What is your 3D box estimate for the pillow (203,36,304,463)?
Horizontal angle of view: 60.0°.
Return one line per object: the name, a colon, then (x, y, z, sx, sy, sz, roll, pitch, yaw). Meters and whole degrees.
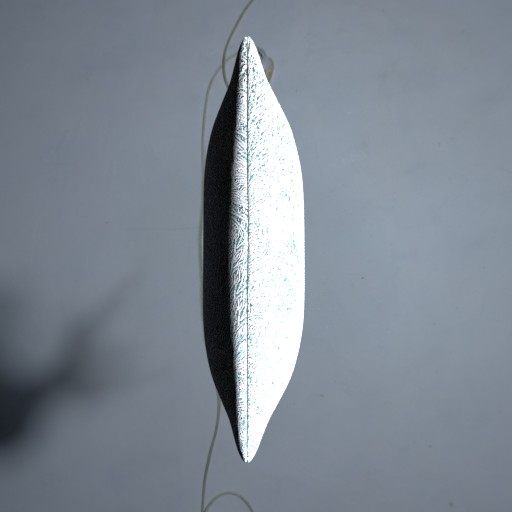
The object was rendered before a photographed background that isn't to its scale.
pillow: (0.000, 0.000, 0.790, 0.166, 0.507, 0.526, 0, 87, 1)
